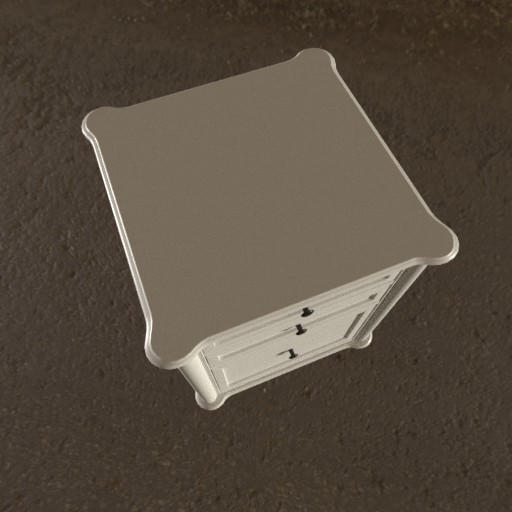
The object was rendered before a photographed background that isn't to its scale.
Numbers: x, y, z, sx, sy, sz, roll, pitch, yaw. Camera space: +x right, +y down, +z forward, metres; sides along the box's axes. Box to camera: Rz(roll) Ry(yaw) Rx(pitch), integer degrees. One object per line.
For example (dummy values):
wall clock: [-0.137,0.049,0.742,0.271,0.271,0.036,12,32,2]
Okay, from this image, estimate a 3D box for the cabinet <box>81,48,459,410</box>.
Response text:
cabinet: [0.000,0.000,1.259,0.628,0.761,0.627,-20,66,-9]
